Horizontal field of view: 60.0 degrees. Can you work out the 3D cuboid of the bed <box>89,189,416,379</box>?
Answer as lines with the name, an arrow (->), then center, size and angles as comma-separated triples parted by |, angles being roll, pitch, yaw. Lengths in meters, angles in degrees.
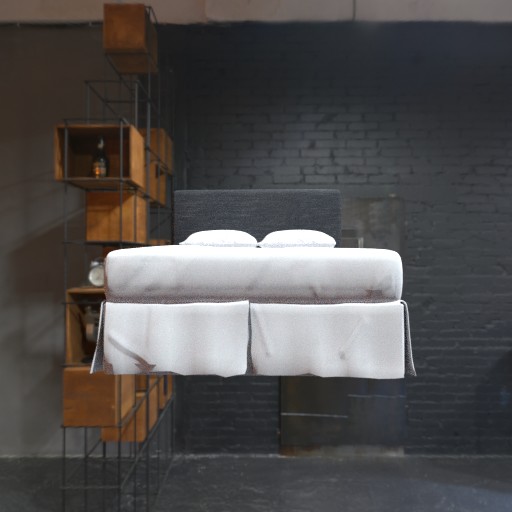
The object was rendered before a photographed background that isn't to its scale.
bed -> 0.000, 0.000, 3.348 | 1.723, 1.330, 2.142 | 0, -1, 2
